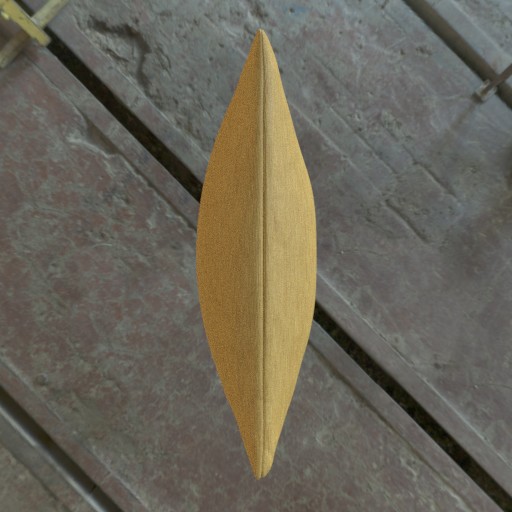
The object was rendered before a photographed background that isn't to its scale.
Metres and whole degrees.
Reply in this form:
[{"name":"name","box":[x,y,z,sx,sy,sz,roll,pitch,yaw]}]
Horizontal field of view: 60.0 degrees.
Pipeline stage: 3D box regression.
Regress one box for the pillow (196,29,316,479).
[{"name":"pillow","box":[0.000,0.000,0.785,0.210,0.354,0.634,0,90,0]}]
